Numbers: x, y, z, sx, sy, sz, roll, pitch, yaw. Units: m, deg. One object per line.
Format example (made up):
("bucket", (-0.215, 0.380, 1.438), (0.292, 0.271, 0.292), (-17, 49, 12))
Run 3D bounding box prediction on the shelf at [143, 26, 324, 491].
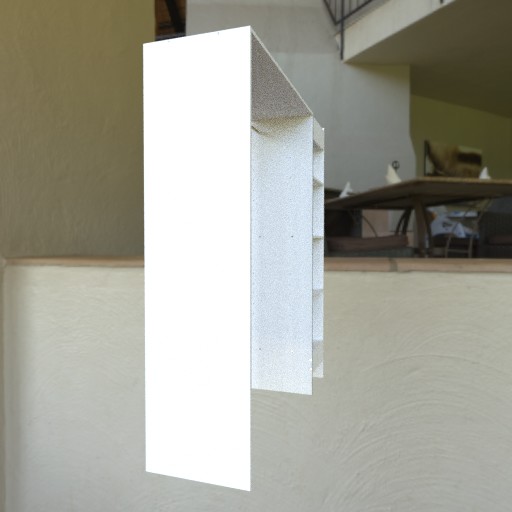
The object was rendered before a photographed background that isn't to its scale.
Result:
("shelf", (0.000, 0.000, 2.567), (0.500, 1.820, 1.600), (0, 1, 19))
